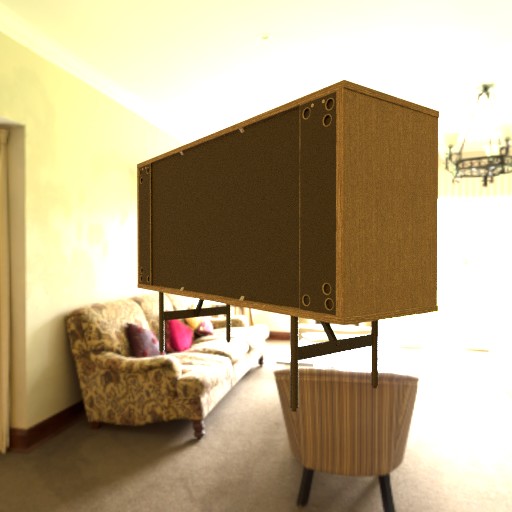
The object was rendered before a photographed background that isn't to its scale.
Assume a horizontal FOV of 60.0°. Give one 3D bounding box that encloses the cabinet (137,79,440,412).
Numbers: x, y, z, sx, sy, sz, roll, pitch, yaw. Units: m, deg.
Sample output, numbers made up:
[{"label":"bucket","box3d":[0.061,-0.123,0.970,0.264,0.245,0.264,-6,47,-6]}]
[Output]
[{"label":"cabinet","box3d":[0.000,0.000,1.570,0.405,0.787,1.194,-1,1,-36]}]
